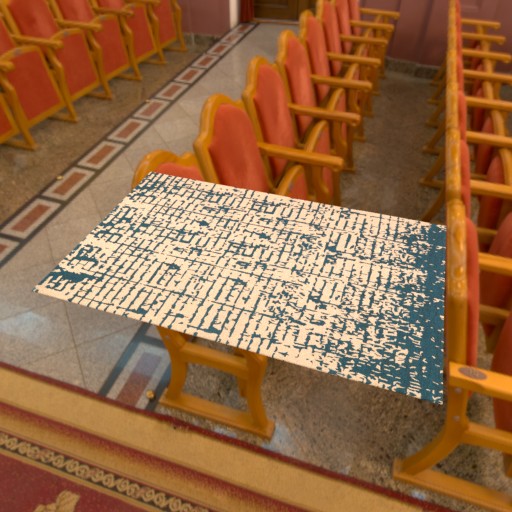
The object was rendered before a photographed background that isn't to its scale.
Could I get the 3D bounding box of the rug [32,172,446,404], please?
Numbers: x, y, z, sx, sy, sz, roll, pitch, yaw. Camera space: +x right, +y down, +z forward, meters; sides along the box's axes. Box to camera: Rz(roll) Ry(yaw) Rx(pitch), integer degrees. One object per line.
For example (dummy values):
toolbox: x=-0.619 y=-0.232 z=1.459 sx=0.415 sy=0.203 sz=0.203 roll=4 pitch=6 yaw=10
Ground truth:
rug: x=0.000 y=0.000 z=3.001 sx=2.435 sy=0.011 sz=1.517 roll=12 pitch=43 yaw=14
